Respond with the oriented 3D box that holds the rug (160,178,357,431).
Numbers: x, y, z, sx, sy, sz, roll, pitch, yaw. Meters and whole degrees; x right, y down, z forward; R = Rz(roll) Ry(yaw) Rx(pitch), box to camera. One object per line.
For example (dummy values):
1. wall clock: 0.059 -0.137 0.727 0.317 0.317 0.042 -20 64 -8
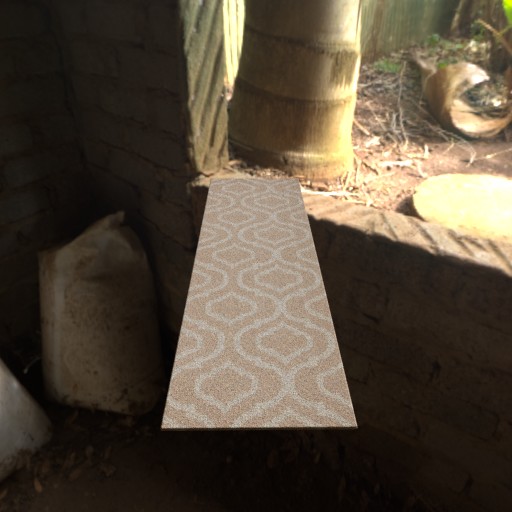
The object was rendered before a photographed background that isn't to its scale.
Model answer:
1. rug: 0.000 0.000 2.520 0.691 0.013 2.289 0 32 0
